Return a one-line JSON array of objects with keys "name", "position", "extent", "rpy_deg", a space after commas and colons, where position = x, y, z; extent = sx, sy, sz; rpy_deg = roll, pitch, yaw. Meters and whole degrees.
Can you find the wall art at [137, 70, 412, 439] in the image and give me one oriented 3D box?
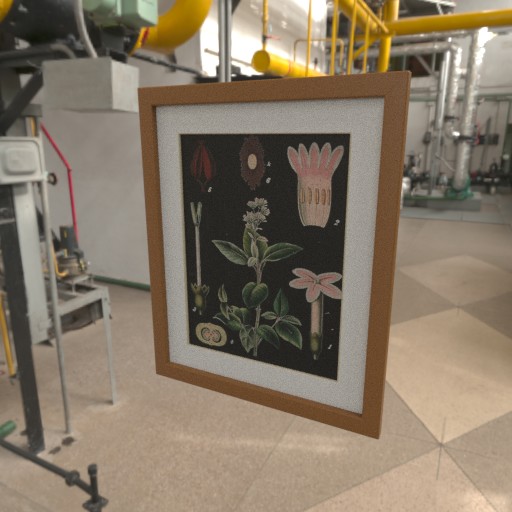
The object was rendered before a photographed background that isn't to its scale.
[{"name": "wall art", "position": [0.000, 0.000, 0.744], "extent": [0.449, 0.550, 0.021], "rpy_deg": [8, 17, 26]}]
